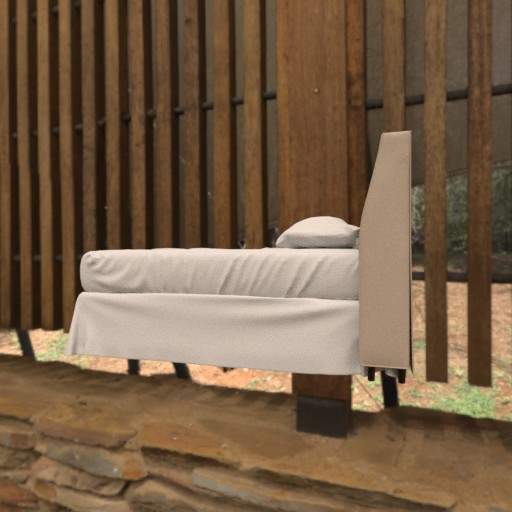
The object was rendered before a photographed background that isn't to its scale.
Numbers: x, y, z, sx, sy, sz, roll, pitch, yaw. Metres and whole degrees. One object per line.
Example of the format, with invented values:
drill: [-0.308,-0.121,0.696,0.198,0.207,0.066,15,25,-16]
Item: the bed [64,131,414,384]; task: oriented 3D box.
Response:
bed: [0.000,0.000,3.496,2.276,1.332,1.925,0,0,17]
